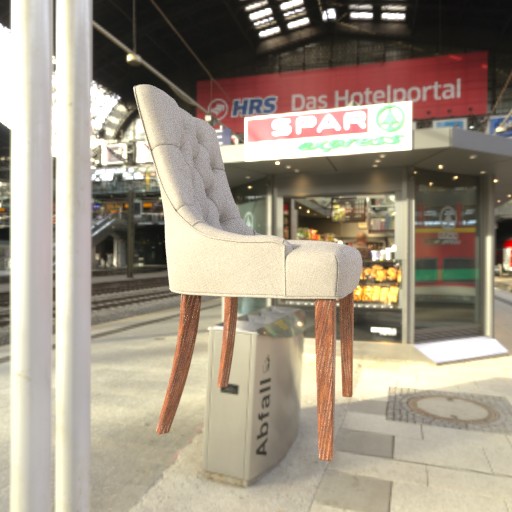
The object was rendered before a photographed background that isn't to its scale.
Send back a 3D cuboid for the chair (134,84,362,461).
[{"bbox_3d":[0.000,0.000,1.238,0.565,0.874,0.509,0,0,17],"label":"chair"}]
